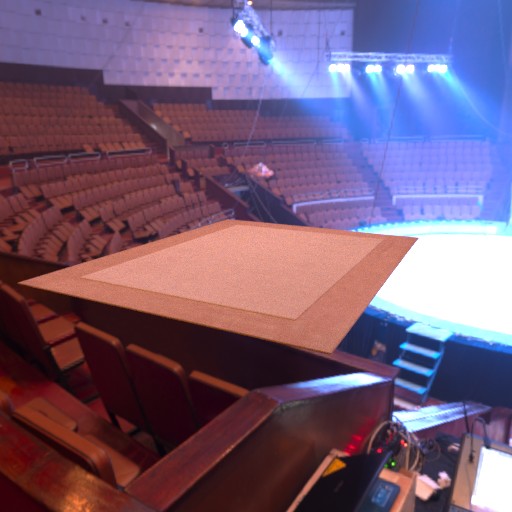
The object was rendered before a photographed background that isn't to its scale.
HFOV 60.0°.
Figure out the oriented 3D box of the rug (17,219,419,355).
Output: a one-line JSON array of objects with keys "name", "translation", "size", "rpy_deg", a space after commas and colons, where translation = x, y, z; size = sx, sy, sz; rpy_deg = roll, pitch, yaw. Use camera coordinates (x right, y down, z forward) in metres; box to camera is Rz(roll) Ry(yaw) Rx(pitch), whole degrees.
[{"name": "rug", "translation": [0.000, 0.000, 4.078], "size": [2.438, 0.014, 3.048], "rpy_deg": [8, 17, 27]}]
